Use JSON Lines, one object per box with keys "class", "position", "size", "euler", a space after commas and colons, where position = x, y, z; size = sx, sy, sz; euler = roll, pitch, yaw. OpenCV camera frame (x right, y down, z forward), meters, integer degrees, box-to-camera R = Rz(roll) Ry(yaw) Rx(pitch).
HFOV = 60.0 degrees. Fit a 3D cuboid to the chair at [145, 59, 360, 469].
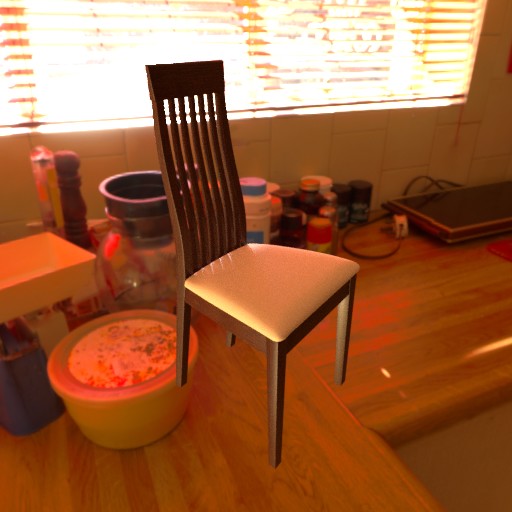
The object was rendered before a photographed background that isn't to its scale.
{"class": "chair", "position": [0.000, 0.000, 1.294], "size": [0.474, 1.027, 0.460], "euler": [18, 32, 32]}
